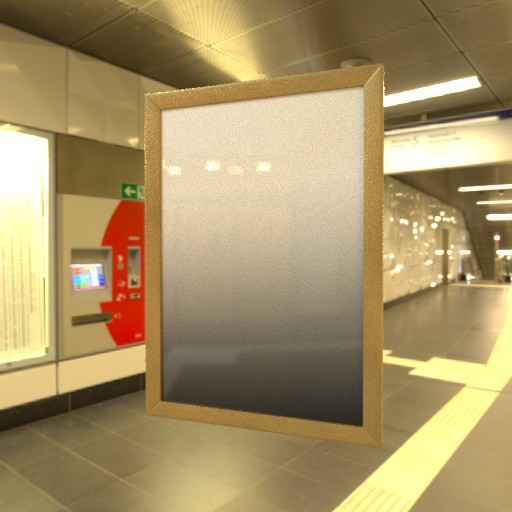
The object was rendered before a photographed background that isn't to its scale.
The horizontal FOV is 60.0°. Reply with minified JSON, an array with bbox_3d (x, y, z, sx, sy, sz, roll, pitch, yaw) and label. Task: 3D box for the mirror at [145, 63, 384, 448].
[{"bbox_3d":[0.000,0.000,0.919,0.507,0.710,0.040,0,1,19],"label":"mirror"}]
